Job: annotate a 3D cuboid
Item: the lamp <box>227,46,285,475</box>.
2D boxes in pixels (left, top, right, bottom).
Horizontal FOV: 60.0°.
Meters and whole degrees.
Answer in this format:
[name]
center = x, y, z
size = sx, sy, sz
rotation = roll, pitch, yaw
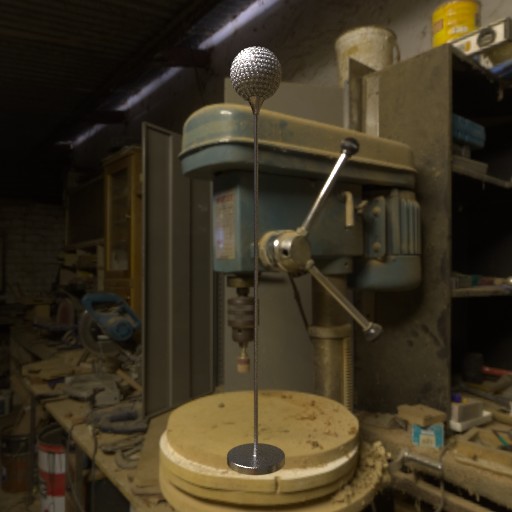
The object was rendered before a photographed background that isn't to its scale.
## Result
[lamp]
center = 0.000, 0.000, 1.960
size = 0.254, 1.805, 0.254
rotation = 0, -1, 0
